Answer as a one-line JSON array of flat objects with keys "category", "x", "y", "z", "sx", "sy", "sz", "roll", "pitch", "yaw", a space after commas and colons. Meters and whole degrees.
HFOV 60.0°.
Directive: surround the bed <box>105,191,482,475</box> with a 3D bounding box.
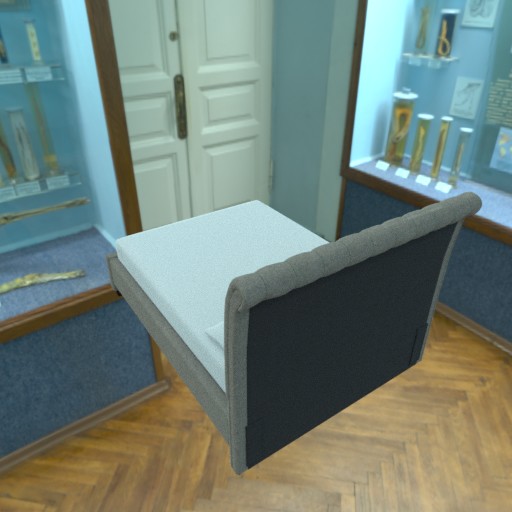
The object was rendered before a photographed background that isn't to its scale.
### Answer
[{"category": "bed", "x": 0.000, "y": 0.000, "z": 3.284, "sx": 1.645, "sy": 1.371, "sz": 2.252, "roll": -19, "pitch": 36, "yaw": -29}]
